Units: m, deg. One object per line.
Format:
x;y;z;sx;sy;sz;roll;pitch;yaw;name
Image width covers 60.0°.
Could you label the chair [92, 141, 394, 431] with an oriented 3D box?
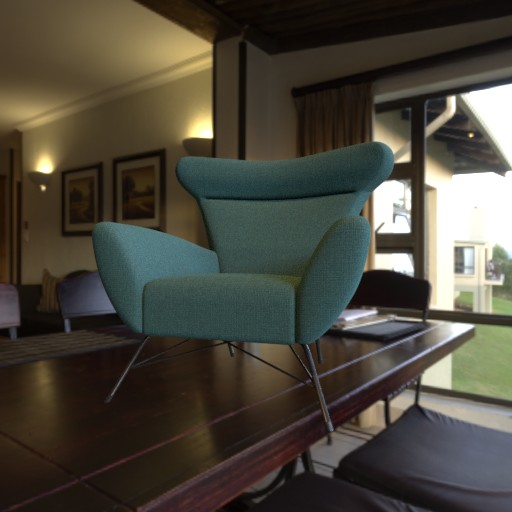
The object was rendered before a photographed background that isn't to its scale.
0.000;0.000;1.787;1.050;0.980;0.900;0;0;19;chair
